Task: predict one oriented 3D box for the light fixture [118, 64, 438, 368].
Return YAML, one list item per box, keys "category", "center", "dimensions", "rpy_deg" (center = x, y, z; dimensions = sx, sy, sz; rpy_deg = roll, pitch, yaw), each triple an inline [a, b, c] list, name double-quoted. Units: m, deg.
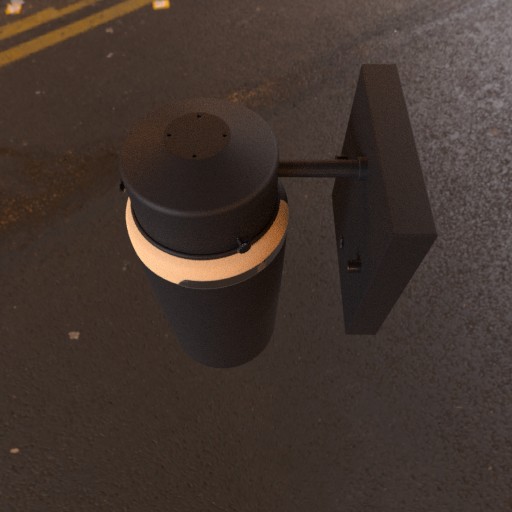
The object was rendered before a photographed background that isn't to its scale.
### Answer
- category: "light fixture"
  center: [0.000, 0.000, 0.354]
  dimensions: [0.176, 0.257, 0.130]
  rpy_deg: [1, 59, 0]
